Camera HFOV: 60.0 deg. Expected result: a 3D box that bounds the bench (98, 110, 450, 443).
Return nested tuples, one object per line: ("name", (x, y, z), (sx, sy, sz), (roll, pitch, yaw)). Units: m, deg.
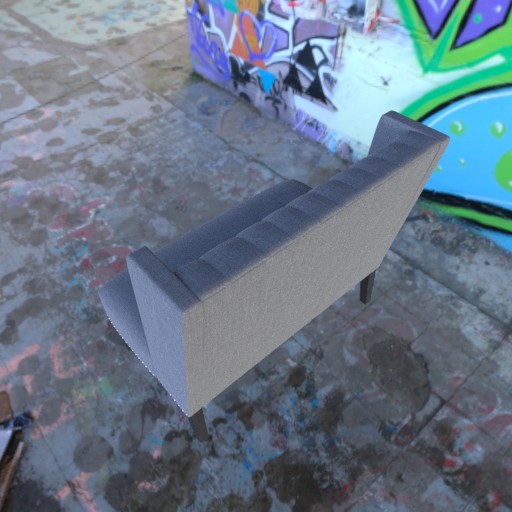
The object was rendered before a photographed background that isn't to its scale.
("bench", (0.000, 0.000, 2.027), (1.276, 1.121, 0.842), (-33, 55, -27))
